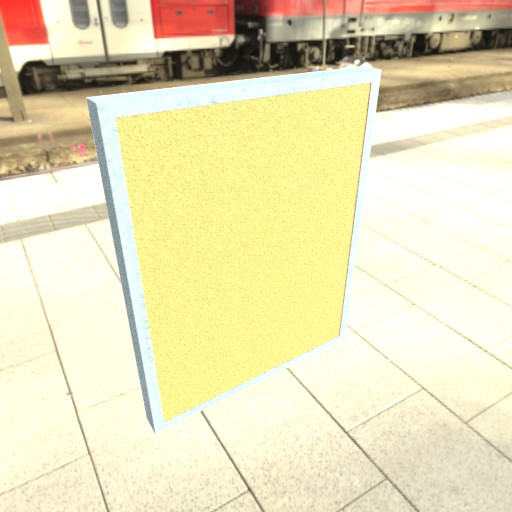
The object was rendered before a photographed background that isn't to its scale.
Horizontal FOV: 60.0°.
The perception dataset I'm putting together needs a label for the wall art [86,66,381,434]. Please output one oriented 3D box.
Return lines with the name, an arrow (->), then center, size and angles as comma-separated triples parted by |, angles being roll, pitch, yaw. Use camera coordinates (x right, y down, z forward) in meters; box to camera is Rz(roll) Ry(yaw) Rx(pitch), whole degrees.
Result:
wall art -> 0.000, 0.000, 0.685 | 0.409, 0.509, 0.037 | -19, 36, -28
